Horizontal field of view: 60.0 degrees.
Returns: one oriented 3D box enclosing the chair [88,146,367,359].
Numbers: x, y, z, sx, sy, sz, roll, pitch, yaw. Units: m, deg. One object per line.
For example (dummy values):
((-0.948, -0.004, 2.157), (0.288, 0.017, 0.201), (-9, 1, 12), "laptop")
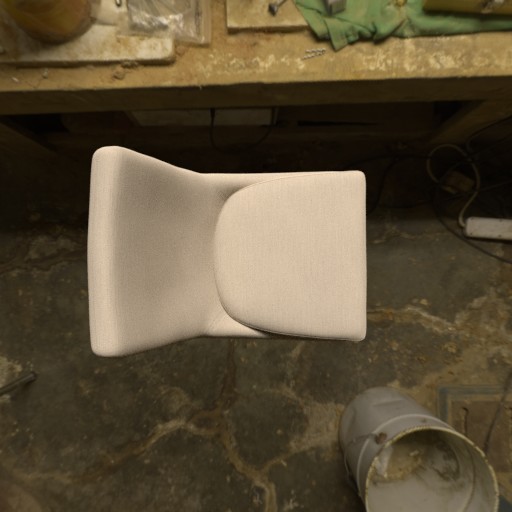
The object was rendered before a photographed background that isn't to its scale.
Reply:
((0.000, 0.000, 1.299), (0.638, 0.940, 0.515), (0, 89, 1), "chair")
